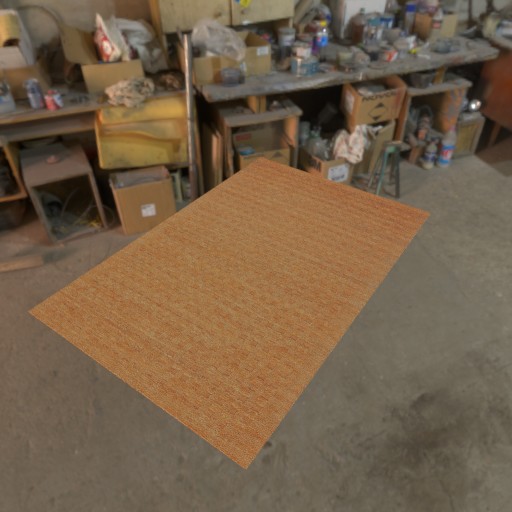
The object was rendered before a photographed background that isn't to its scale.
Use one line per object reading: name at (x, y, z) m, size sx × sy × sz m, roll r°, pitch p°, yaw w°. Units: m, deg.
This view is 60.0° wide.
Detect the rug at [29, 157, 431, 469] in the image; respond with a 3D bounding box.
rug at (0.000, 0.000, 2.878) m, size 1.524 × 0.006 × 2.285 m, roll 24°, pitch 45°, yaw 26°
